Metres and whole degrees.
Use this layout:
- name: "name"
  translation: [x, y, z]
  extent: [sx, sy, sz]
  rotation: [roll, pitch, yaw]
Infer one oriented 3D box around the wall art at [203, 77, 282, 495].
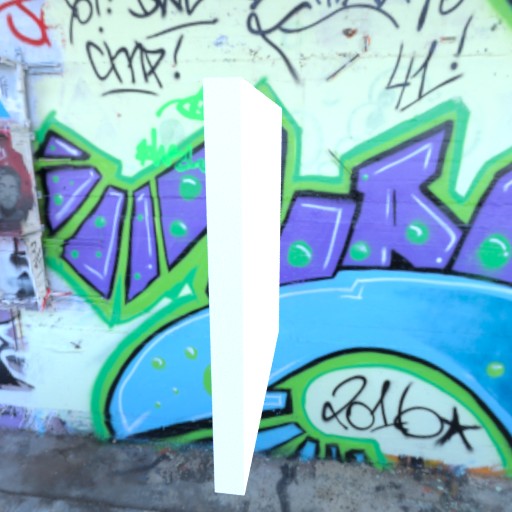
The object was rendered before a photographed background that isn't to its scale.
- name: "wall art"
  translation: [0.000, 0.000, 0.528]
  extent: [0.027, 0.355, 0.355]
  rotation: [2, 15, 8]
